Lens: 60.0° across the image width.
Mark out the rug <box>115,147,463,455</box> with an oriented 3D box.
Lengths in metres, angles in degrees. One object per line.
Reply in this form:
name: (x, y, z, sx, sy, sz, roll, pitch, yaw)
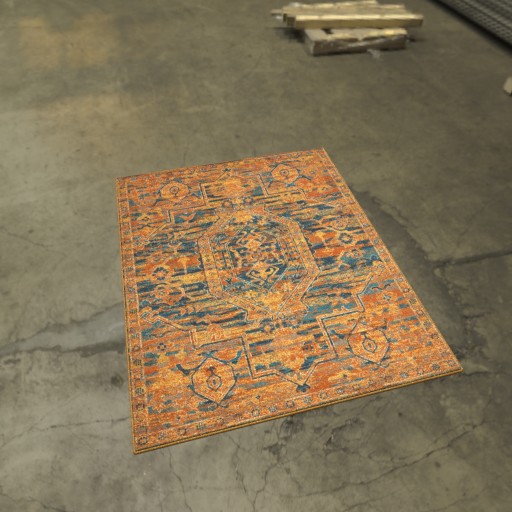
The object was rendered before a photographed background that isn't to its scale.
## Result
rug: (0.000, 0.000, 4.103, 2.435, 0.031, 3.040, -11, 48, -10)
